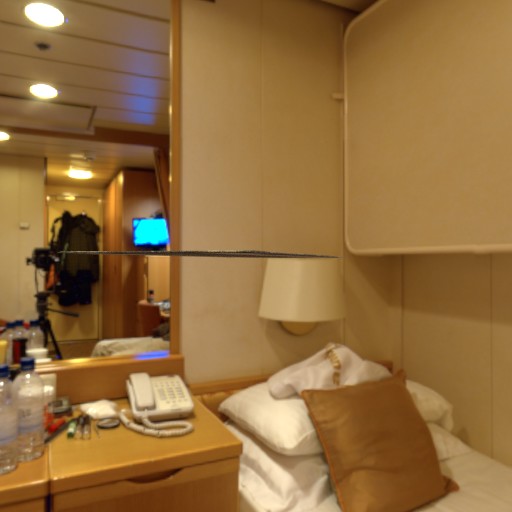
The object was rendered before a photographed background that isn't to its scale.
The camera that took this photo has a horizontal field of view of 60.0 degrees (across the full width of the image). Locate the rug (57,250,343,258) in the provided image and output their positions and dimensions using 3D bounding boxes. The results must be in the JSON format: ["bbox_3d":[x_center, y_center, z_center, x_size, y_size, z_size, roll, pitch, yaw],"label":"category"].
[{"bbox_3d":[0.000,0.000,2.661,0.760,0.012,2.434,0,-1,18],"label":"rug"}]
